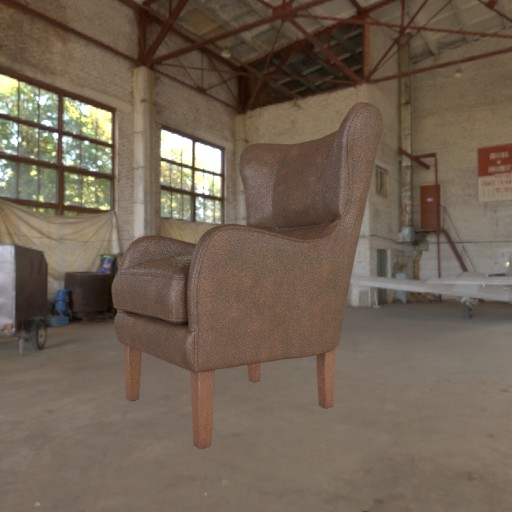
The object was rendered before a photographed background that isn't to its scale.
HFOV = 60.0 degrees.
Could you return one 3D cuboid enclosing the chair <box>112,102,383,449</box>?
[{"bbox_3d":[0.000,0.000,1.624,0.914,1.048,0.692,1,-2,-36],"label":"chair"}]
